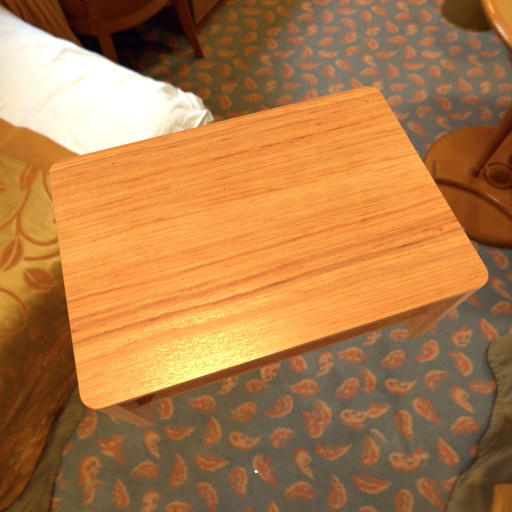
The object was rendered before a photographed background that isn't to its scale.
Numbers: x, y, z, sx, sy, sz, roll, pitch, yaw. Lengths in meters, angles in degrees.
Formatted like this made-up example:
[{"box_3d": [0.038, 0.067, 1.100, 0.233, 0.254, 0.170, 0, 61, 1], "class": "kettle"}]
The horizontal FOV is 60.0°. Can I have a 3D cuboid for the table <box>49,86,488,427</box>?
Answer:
[{"box_3d": [0.000, 0.000, 1.353, 0.997, 0.445, 0.696, -16, 65, -8], "class": "table"}]
